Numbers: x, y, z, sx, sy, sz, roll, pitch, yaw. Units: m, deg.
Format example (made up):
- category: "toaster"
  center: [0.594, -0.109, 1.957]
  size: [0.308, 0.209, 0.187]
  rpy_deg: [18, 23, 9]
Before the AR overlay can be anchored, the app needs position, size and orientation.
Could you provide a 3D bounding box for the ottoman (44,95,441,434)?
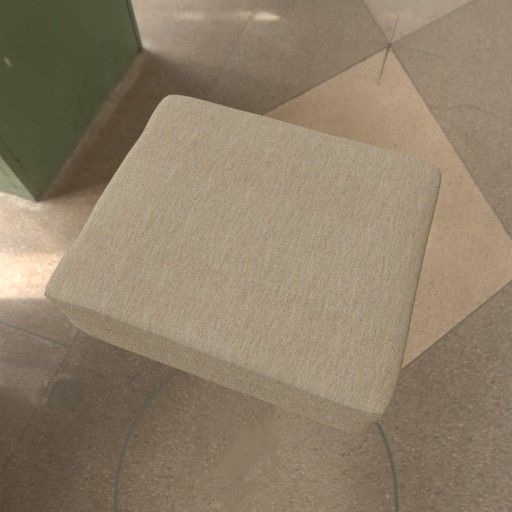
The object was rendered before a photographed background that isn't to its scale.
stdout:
- category: "ottoman"
  center: [0.000, 0.000, 1.470]
  size: [0.976, 0.492, 0.836]
  rpy_deg: [18, 64, 9]
